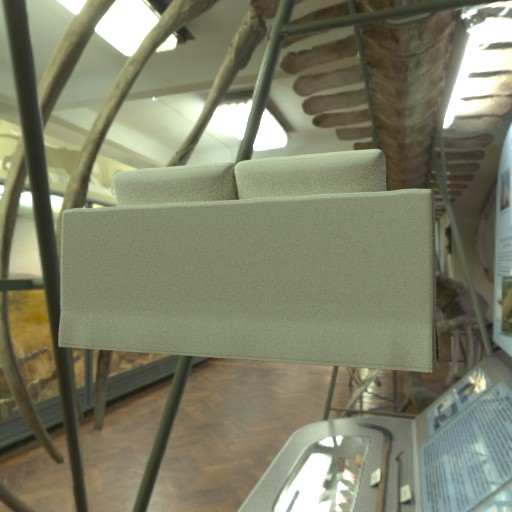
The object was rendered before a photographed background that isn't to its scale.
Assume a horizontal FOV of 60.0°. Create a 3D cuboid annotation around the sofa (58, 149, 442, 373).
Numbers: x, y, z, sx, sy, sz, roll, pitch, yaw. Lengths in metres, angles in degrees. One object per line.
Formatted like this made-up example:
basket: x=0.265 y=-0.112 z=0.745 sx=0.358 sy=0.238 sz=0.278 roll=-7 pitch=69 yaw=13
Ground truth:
sofa: x=0.000 y=0.000 z=2.436 sx=1.813 sy=0.932 sz=1.009 roll=-1 pitch=-2 yaw=19
